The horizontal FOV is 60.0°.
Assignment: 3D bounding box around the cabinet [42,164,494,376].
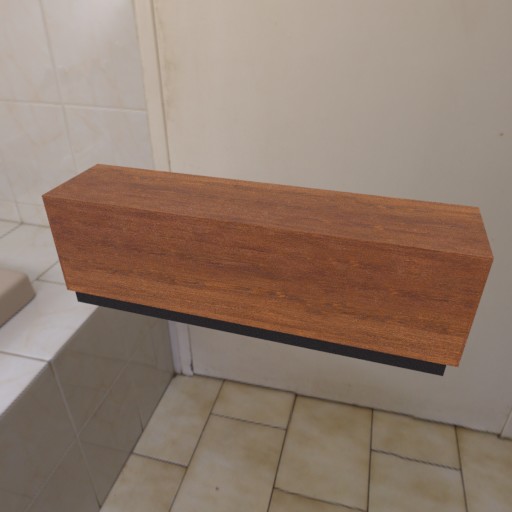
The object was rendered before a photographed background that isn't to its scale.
[{"bbox_3d":[0.000,0.000,1.816,1.600,0.510,0.419,9,33,14],"label":"cabinet"}]
